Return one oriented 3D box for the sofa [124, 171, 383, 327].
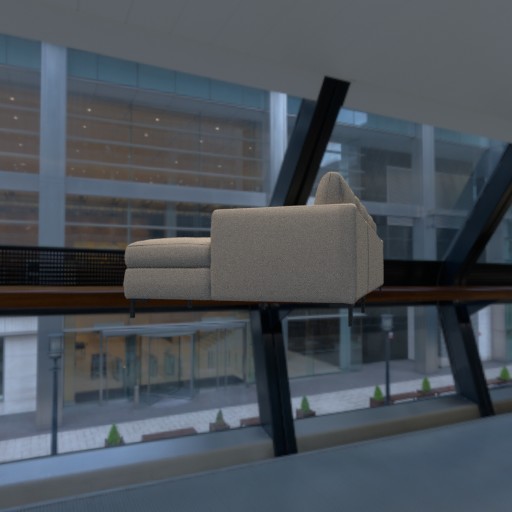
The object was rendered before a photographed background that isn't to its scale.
[{"bbox_3d":[0.000,0.000,3.603,1.879,0.756,2.737,-1,-2,19],"label":"sofa"}]
